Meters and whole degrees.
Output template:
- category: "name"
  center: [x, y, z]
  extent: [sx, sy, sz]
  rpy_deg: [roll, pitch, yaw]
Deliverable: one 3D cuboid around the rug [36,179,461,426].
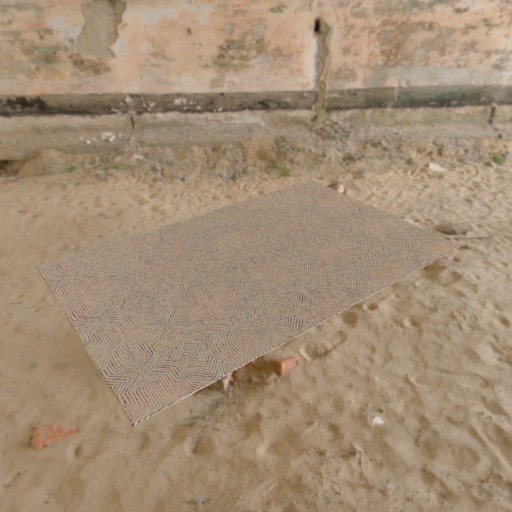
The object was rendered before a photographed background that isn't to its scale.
- category: "rug"
  center: [0.000, 0.000, 2.969]
  extent: [2.428, 0.007, 1.519]
  rpy_deg: [-22, 38, -31]
